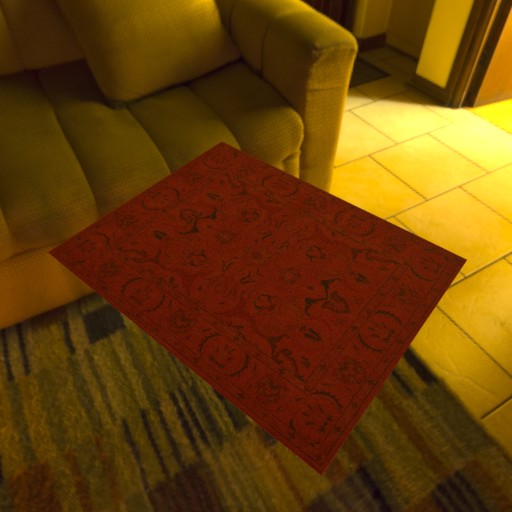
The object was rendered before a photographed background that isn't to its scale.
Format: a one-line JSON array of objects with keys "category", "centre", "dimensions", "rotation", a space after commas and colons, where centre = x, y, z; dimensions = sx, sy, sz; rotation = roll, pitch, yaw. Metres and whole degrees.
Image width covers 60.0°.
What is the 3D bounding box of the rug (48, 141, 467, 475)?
[{"category": "rug", "centre": [0.000, 0.000, 3.931], "dimensions": [2.929, 0.012, 2.300], "rotation": [31, 55, 26]}]
